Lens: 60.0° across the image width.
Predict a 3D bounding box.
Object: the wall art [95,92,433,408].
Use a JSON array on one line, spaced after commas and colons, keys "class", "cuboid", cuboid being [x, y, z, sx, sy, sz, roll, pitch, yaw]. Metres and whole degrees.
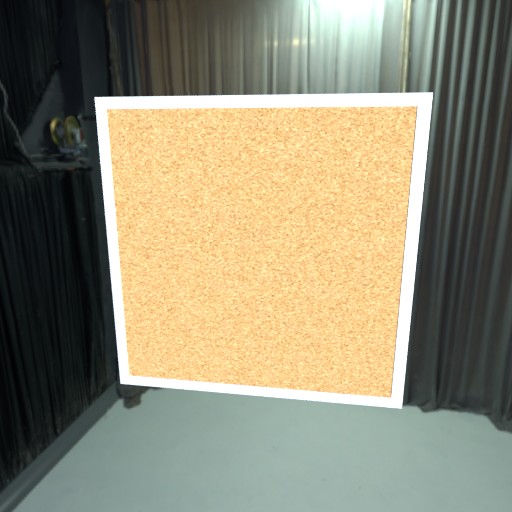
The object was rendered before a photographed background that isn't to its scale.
[{"class": "wall art", "cuboid": [0.000, 0.000, 0.742, 0.506, 0.505, 0.038, 2, 15, 9]}]
